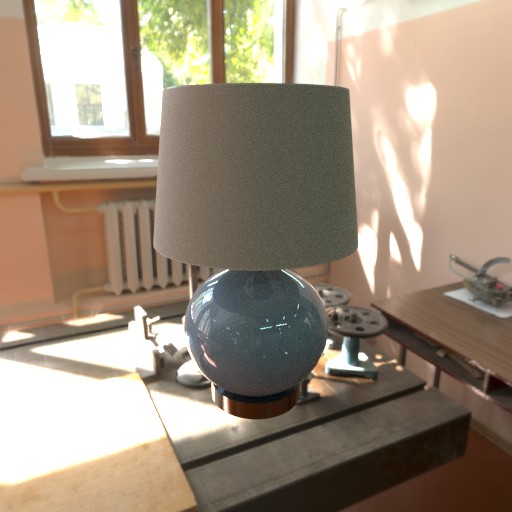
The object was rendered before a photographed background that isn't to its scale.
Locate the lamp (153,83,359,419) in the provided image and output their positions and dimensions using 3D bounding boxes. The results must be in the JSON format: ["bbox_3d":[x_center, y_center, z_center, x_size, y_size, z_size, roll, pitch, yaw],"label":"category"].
[{"bbox_3d":[0.000,0.000,0.551,0.247,0.387,0.247,0,17,0],"label":"lamp"}]
